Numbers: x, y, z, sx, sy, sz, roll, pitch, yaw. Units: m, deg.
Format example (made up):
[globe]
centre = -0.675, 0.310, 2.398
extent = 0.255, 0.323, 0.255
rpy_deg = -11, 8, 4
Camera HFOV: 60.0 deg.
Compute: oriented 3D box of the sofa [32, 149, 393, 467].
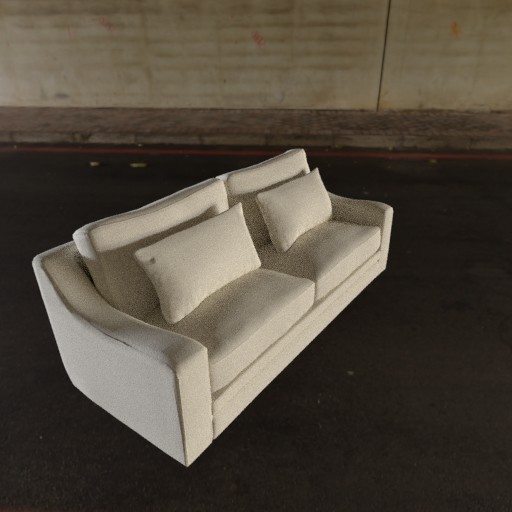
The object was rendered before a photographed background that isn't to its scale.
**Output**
[sofa]
centre = 0.000, 0.000, 2.981
extent = 1.009, 1.022, 2.470
rpy_deg = 18, 31, 32
